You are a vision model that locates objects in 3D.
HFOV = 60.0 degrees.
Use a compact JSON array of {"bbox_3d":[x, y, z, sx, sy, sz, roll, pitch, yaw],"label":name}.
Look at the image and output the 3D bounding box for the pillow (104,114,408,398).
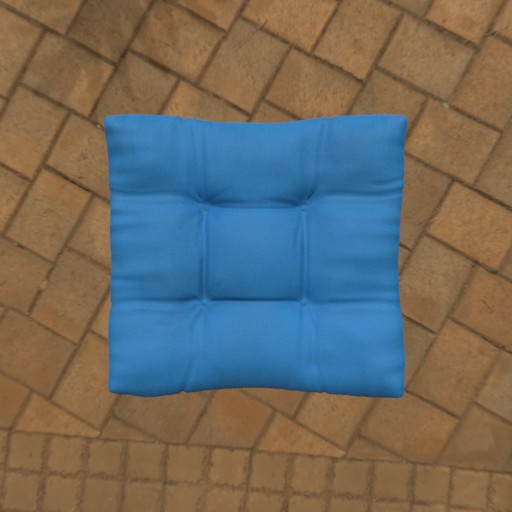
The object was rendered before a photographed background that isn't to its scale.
[{"bbox_3d":[0.000,0.000,0.745,0.490,0.128,0.468,0,90,0],"label":"pillow"}]
